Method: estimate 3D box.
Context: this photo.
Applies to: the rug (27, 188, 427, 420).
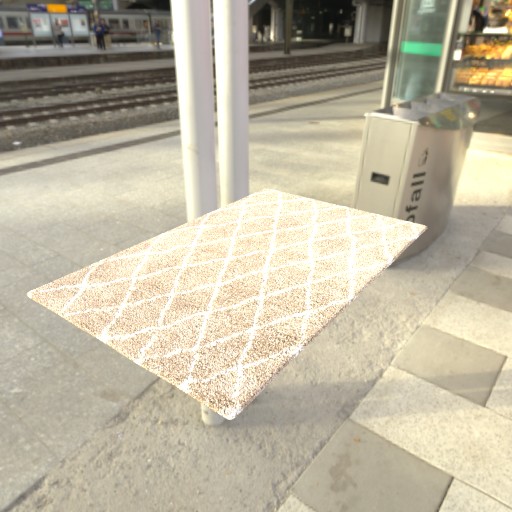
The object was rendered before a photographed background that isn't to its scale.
[{"bbox_3d":[0.000,0.000,3.451,1.778,0.030,2.743,19,33,32],"label":"rug"}]
